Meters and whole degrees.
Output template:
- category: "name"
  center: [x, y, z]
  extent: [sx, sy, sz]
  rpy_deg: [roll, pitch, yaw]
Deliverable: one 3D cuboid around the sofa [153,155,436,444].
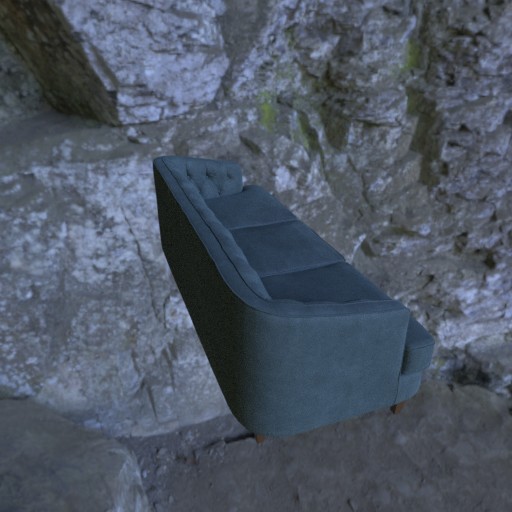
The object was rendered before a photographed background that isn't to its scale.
- category: "sofa"
  center: [0.000, 0.000, 2.792]
  extent: [0.941, 0.855, 2.278]
  rpy_deg: [-10, 30, -18]
